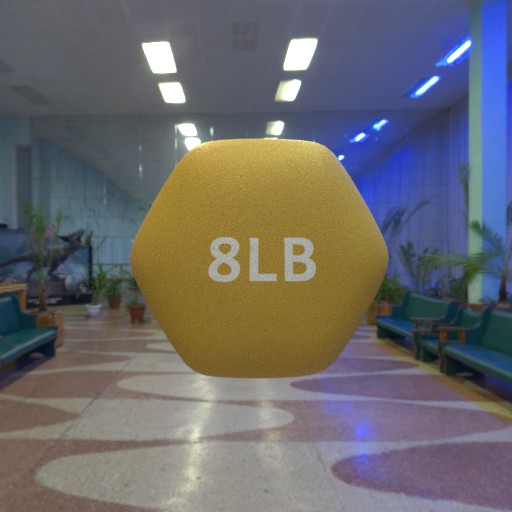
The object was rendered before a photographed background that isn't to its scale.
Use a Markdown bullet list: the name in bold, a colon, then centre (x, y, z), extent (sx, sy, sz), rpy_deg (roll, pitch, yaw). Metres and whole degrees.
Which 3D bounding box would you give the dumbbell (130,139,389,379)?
- **dumbbell**: centre (0.000, 0.000, 0.233), extent (0.090, 0.082, 0.190), rpy_deg (0, 1, 0)
